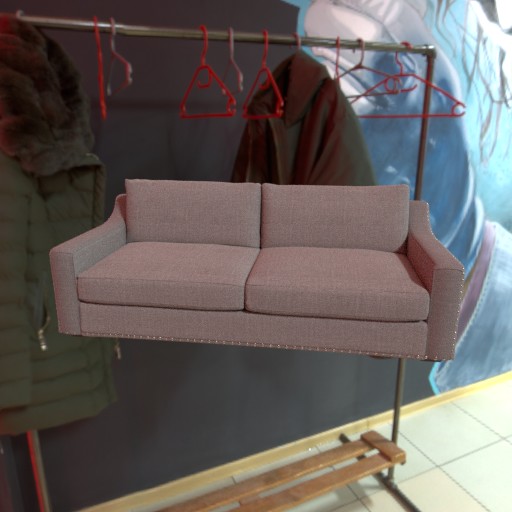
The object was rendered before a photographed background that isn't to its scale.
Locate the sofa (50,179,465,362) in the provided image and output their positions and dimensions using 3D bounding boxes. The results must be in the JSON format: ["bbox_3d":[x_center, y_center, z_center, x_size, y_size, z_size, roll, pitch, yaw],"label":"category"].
[{"bbox_3d":[0.000,0.000,2.772,2.208,0.857,1.000,2,17,8],"label":"sofa"}]
